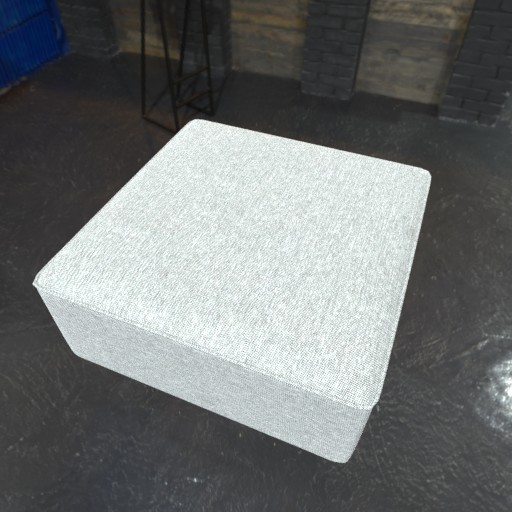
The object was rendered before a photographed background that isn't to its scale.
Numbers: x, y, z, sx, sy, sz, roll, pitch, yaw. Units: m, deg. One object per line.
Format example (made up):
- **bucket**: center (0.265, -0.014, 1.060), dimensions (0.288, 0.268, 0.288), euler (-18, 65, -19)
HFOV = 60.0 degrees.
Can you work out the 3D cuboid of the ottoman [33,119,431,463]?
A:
- **ottoman**: center (0.000, 0.000, 1.572), dimensions (1.005, 0.455, 1.005), euler (17, 49, 15)
